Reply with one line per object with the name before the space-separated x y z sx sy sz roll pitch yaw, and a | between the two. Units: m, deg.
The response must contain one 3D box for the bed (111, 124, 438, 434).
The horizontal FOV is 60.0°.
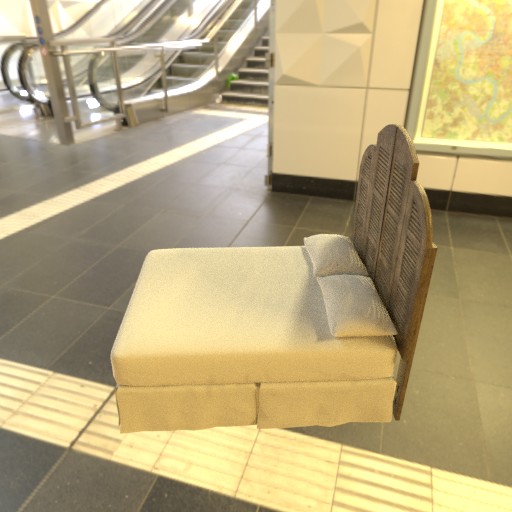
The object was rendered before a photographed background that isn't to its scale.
bed | 0.000 0.000 3.540 2.138 2.019 1.713 -1 29 -2
